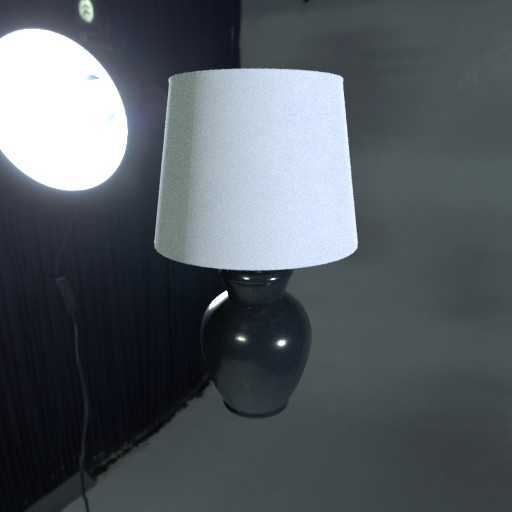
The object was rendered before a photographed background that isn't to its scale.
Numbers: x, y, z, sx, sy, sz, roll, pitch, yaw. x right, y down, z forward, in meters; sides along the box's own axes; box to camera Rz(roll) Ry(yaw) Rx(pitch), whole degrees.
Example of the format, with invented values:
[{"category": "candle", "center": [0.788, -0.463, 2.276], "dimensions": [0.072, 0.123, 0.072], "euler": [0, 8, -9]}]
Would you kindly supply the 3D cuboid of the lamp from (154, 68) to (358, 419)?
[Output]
[{"category": "lamp", "center": [0.000, 0.000, 0.539], "dimensions": [0.239, 0.399, 0.239], "euler": [0, 16, 0]}]
